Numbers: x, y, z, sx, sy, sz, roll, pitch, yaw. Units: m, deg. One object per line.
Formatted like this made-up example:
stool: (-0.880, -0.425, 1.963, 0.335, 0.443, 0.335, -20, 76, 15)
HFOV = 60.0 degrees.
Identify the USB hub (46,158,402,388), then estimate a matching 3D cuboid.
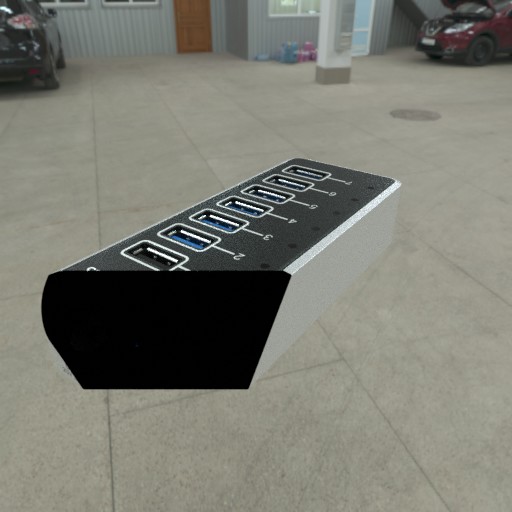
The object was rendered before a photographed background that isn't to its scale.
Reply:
USB hub: (0.000, 0.000, 0.128, 0.044, 0.023, 0.110, 21, 37, 31)
